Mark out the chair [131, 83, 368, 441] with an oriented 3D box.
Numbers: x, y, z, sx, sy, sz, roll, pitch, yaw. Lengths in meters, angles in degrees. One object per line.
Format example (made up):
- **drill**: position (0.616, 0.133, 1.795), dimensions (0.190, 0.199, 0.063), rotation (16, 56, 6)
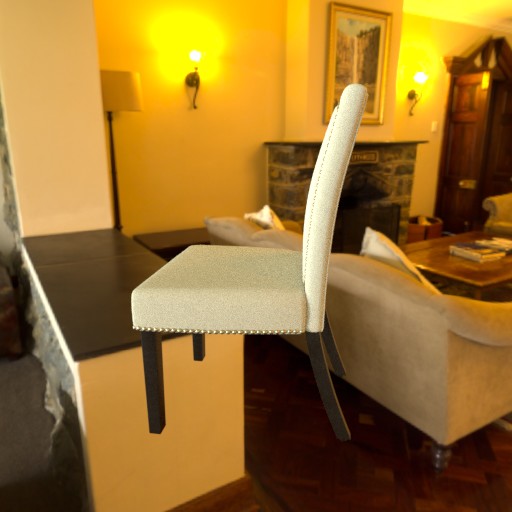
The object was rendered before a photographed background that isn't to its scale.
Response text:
- **chair**: position (0.000, 0.000, 1.323), dimensions (0.589, 0.946, 0.518), rotation (2, 15, 9)
